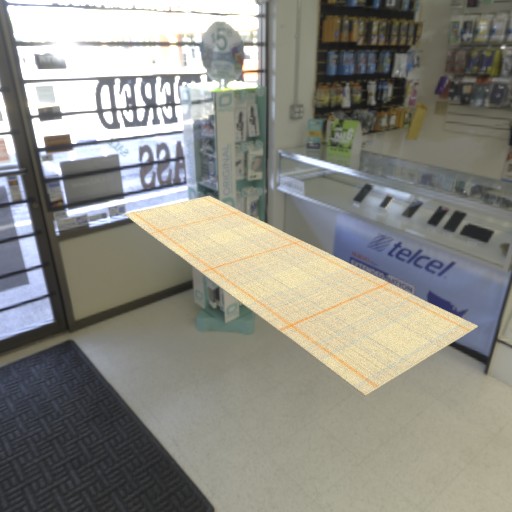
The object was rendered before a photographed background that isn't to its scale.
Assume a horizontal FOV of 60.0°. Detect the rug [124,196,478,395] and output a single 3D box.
[{"bbox_3d":[0.000,0.000,2.739,0.770,0.016,2.442,-17,30,-32],"label":"rug"}]
